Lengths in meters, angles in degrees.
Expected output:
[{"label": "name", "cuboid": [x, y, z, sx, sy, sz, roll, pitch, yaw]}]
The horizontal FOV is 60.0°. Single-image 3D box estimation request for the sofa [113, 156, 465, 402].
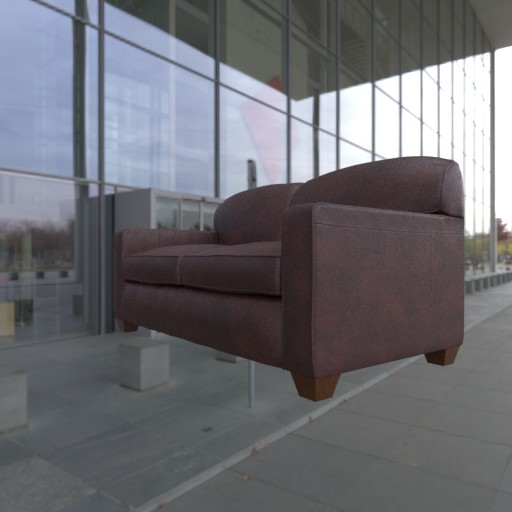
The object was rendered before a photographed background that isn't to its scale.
[{"label": "sofa", "cuboid": [0.000, 0.000, 2.416, 1.000, 0.966, 1.856, 0, 0, -37]}]
